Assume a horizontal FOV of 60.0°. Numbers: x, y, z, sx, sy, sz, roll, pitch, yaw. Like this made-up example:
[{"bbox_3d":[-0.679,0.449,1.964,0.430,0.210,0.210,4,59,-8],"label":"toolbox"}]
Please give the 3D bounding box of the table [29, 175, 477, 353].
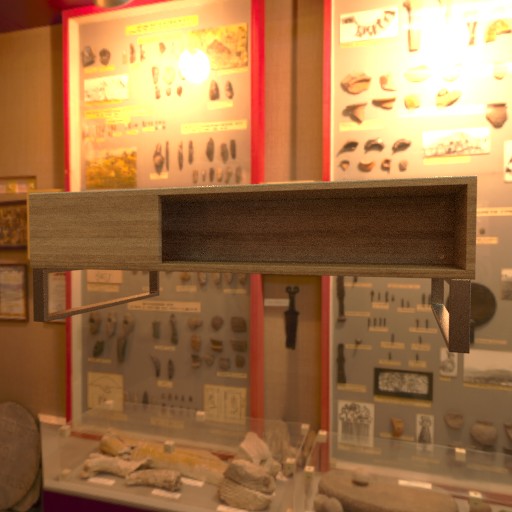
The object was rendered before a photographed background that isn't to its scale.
[{"bbox_3d":[0.000,0.000,1.321,1.100,0.350,0.600,1,2,18],"label":"table"}]
